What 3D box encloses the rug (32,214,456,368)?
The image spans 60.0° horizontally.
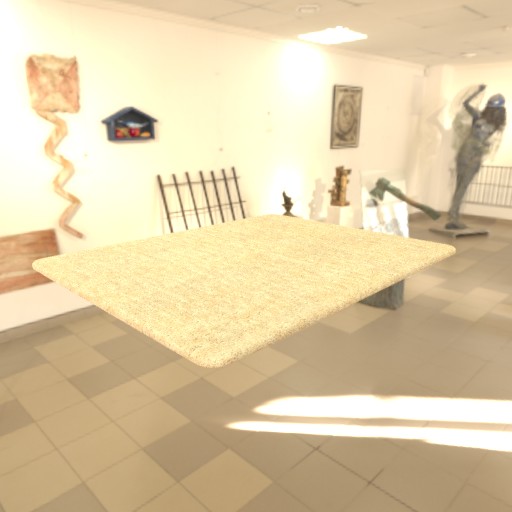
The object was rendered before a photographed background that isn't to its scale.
[{"bbox_3d":[0.000,0.000,3.296,2.009,0.048,2.528,15,22,42],"label":"rug"}]
